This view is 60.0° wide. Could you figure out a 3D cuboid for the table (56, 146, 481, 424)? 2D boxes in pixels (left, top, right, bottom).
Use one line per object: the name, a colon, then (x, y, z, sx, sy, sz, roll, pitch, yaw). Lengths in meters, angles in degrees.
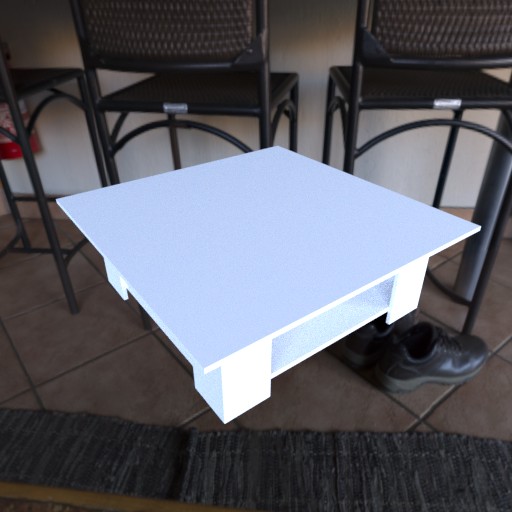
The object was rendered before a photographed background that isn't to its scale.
table: (0.000, 0.000, 1.382, 0.890, 0.305, 0.890, -21, 38, -31)
